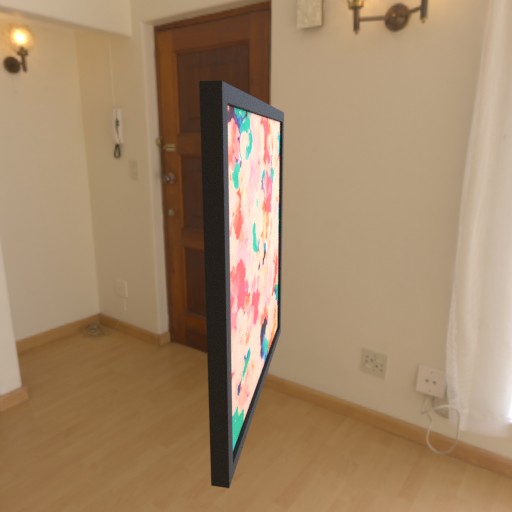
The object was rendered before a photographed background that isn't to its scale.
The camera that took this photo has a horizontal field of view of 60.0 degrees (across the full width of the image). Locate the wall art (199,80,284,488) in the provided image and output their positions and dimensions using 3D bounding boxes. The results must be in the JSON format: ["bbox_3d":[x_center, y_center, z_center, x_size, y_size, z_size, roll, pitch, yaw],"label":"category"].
[{"bbox_3d":[0.000,0.000,0.462,0.015,0.304,0.306,3,15,10],"label":"wall art"}]
